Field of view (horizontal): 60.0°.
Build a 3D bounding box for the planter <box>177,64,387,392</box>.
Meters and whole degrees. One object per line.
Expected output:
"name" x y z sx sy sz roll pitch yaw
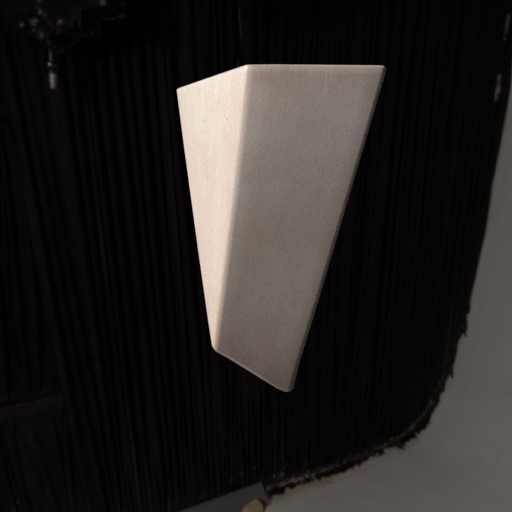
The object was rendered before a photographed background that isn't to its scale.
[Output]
"planter" 0.000 0.000 0.268 0.060 0.197 0.150 -7 16 -25
